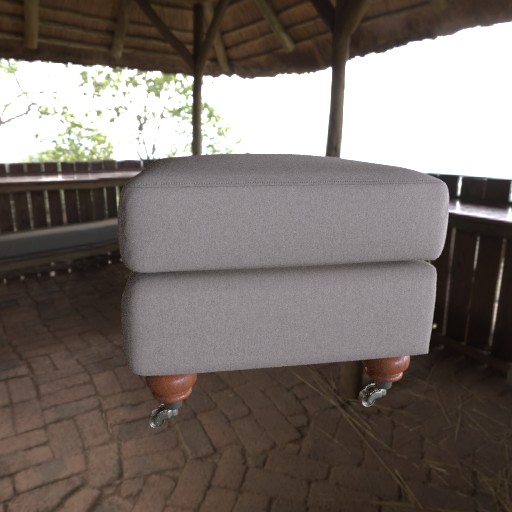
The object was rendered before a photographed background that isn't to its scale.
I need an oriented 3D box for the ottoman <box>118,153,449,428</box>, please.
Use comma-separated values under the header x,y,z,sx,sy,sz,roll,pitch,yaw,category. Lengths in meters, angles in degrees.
x,y,z,sx,sy,sz,roll,pitch,yaw,category
0.000,0.000,1.106,0.574,0.497,0.773,-2,15,-9,ottoman
